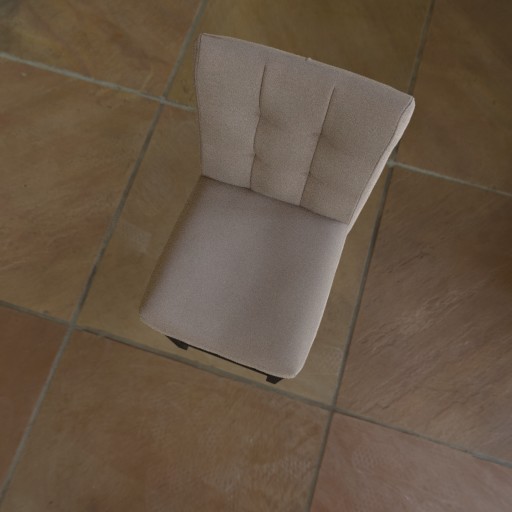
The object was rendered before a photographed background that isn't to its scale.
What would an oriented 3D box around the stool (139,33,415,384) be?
[{"bbox_3d":[0.000,0.000,1.156,0.427,0.885,0.571,19,75,5],"label":"stool"}]
